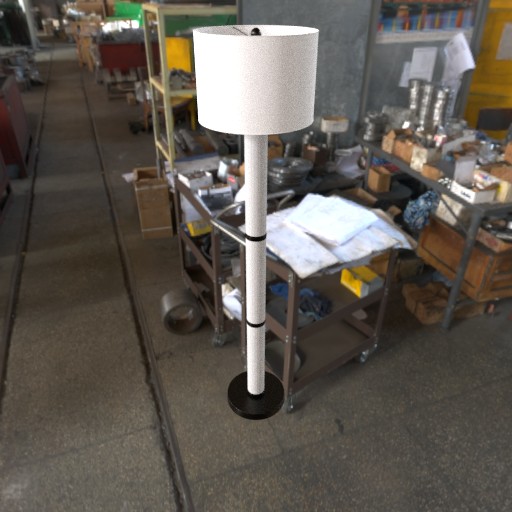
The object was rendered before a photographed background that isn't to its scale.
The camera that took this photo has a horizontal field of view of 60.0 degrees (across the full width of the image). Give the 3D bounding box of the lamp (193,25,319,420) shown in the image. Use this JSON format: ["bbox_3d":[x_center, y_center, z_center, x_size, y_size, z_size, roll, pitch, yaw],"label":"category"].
[{"bbox_3d":[0.000,0.000,1.741,0.377,1.599,0.377,21,37,30],"label":"lamp"}]
